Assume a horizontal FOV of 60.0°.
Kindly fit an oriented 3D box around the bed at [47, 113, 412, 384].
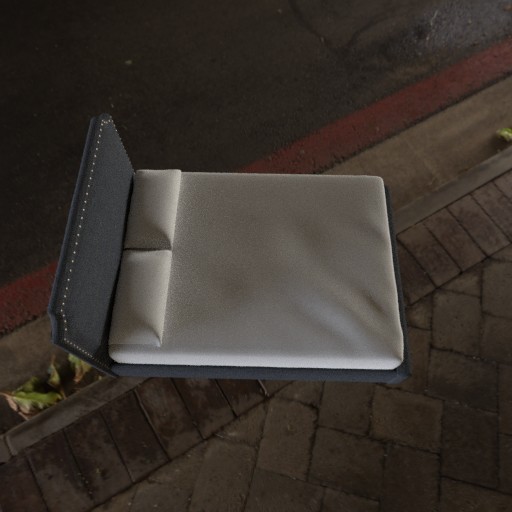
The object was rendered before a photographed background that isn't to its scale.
[{"bbox_3d":[0.000,0.000,3.412,2.372,1.443,1.713,1,65,1],"label":"bed"}]
